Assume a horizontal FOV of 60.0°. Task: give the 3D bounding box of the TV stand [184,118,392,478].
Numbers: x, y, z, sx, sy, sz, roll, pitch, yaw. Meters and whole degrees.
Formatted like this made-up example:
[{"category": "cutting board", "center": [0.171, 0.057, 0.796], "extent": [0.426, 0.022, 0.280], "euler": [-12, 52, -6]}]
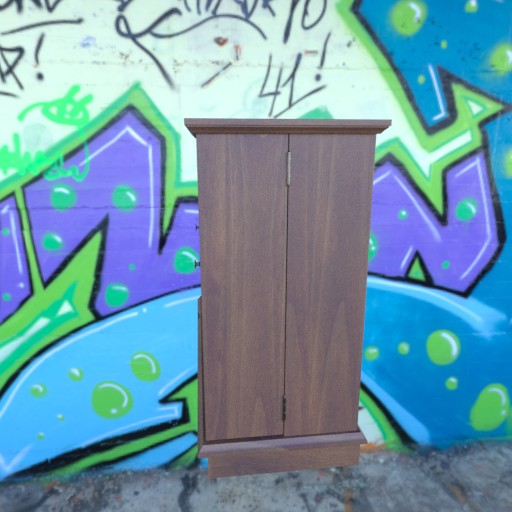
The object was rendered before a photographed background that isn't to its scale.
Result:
[{"category": "TV stand", "center": [0.000, 0.000, 1.464], "extent": [0.406, 0.813, 1.067], "euler": [-2, 14, -7]}]
